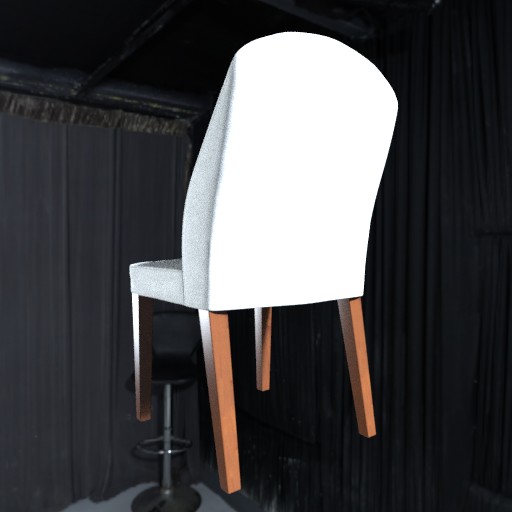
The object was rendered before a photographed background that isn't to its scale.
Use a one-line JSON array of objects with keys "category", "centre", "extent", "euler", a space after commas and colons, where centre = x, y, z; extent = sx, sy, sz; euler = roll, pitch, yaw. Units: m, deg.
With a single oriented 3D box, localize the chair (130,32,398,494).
[{"category": "chair", "centre": [0.000, 0.000, 1.124], "extent": [0.472, 0.893, 0.540], "euler": [-1, 2, -37]}]
